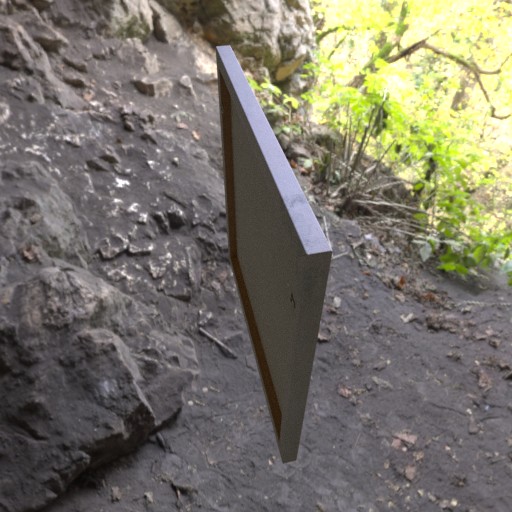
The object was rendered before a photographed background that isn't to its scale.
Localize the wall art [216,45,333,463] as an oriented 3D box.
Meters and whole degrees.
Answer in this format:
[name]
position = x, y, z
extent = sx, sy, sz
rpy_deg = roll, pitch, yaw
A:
[wall art]
position = 0.000, 0.000, 1.131
extent = 0.041, 0.762, 0.762
rpy_deg = -9, 46, -9
